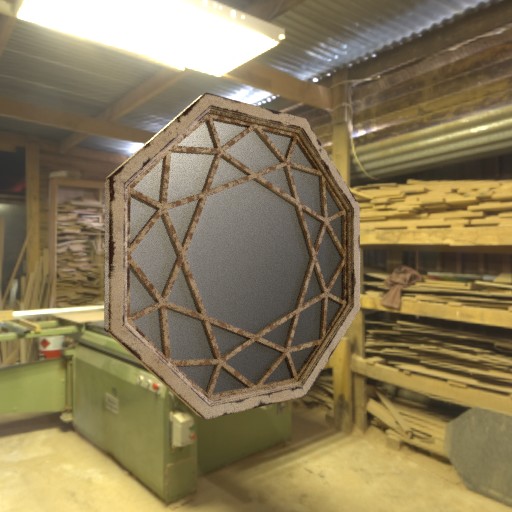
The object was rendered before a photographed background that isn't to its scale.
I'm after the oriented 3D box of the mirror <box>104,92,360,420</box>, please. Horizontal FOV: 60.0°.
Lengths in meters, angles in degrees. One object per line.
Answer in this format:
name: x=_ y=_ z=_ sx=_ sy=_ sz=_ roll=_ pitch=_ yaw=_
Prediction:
mirror: x=0.000 y=0.000 z=0.967 sx=0.648 sy=0.648 sz=0.031 roll=1 pitch=-1 yaw=-37
